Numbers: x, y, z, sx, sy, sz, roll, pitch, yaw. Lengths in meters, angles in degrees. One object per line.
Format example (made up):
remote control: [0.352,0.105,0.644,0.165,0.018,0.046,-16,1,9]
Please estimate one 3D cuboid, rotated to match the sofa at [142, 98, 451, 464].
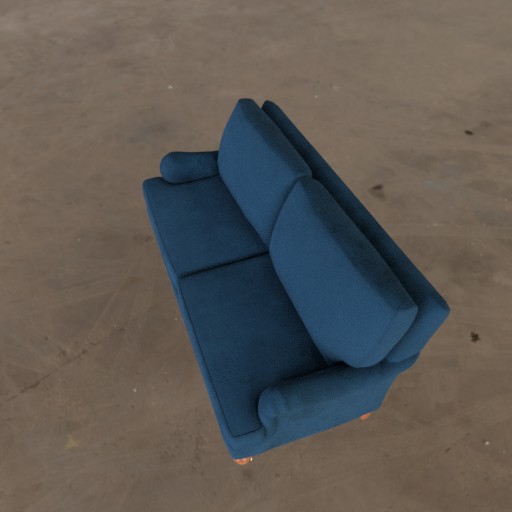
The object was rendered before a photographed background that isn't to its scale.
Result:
sofa: [0.000,0.000,2.808,1.084,1.101,2.141,-16,49,-14]
